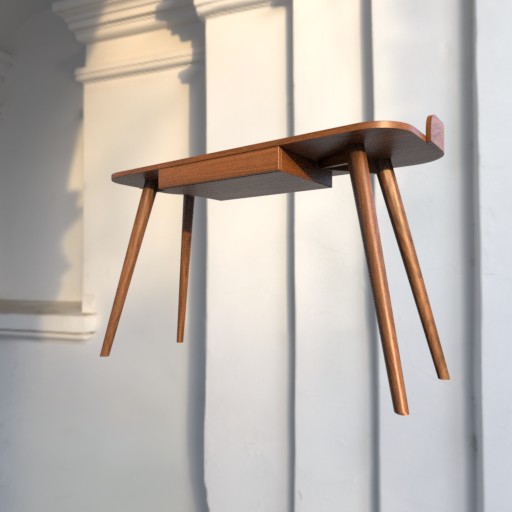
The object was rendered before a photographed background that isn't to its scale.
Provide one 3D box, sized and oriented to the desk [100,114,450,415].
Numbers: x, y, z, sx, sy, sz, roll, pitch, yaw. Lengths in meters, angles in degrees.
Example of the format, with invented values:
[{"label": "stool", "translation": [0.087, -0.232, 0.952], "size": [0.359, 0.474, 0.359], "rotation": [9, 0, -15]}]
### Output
[{"label": "desk", "translation": [0.000, 0.000, 1.628], "size": [1.256, 0.800, 0.486], "rotation": [-1, -2, 36]}]
